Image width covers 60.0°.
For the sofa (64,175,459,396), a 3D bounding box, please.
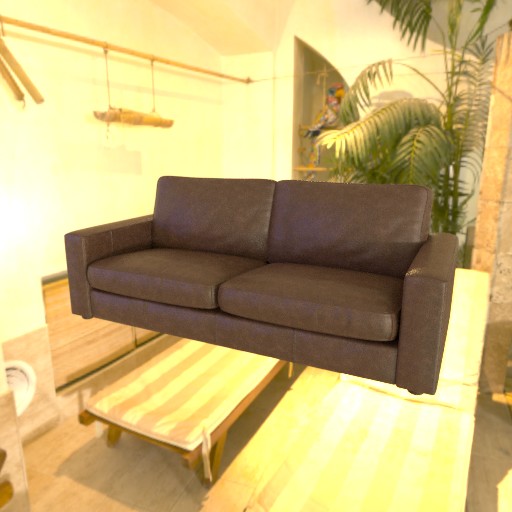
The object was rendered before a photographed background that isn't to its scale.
[{"bbox_3d":[0.000,0.000,2.672,2.179,0.873,1.016,7,16,25],"label":"sofa"}]
